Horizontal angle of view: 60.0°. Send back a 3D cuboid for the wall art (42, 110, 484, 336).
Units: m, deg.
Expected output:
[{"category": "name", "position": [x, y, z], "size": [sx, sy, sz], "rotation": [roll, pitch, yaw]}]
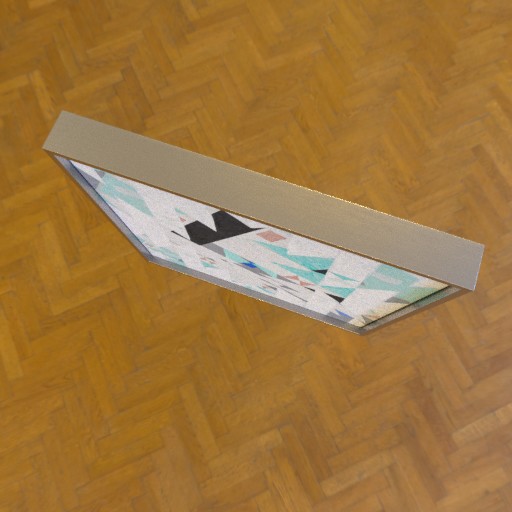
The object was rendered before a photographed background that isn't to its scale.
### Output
[{"category": "wall art", "position": [0.000, 0.000, 0.511], "size": [0.350, 0.350, 0.038], "rotation": [19, 75, 5]}]
